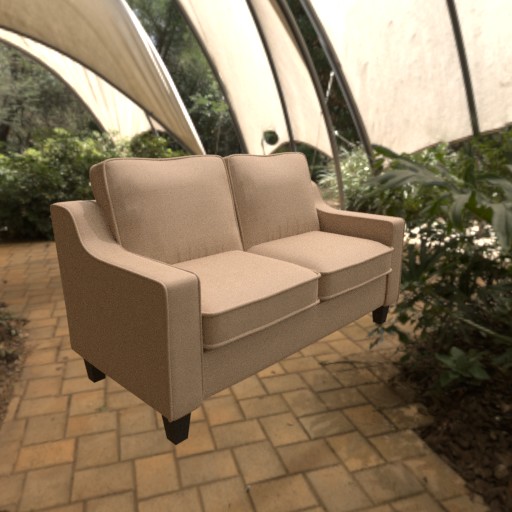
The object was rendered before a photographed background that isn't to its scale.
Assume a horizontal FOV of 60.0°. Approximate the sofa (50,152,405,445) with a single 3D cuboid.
[{"bbox_3d":[0.000,0.000,3.521,1.351,1.562,2.587,14,20,42],"label":"sofa"}]
